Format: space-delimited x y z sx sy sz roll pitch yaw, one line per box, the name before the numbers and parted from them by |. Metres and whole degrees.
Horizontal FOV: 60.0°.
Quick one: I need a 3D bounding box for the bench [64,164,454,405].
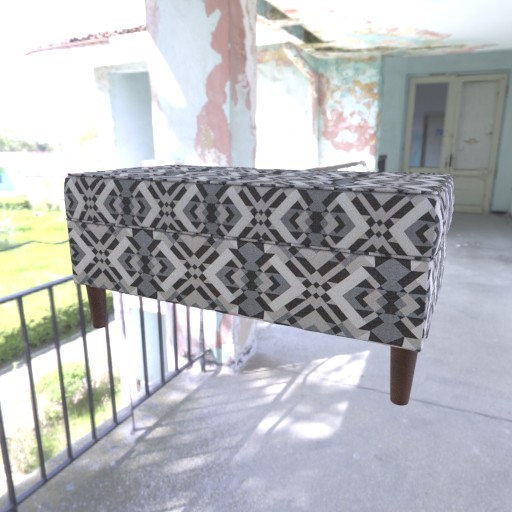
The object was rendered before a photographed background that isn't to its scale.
bench | 0.000 0.000 1.299 1.016 0.477 0.492 7 17 26
